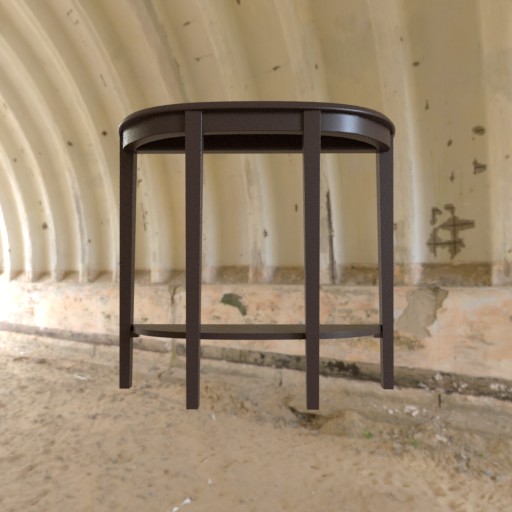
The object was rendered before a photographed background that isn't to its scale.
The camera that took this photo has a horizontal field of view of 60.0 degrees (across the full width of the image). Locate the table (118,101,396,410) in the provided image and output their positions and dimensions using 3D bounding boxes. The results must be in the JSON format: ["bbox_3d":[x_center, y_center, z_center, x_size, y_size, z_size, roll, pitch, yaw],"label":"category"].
[{"bbox_3d":[0.000,0.000,1.314,0.909,0.831,0.274,0,-2,1],"label":"table"}]
